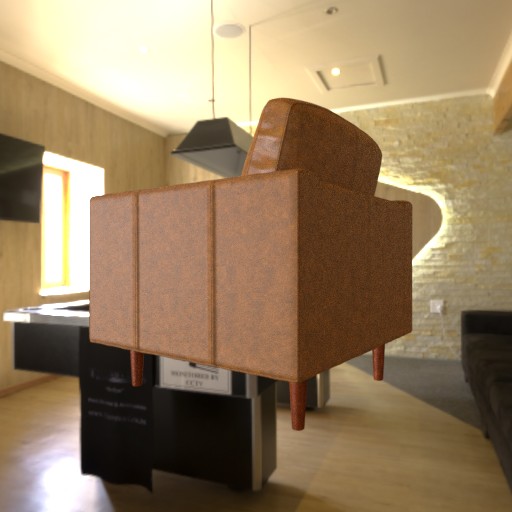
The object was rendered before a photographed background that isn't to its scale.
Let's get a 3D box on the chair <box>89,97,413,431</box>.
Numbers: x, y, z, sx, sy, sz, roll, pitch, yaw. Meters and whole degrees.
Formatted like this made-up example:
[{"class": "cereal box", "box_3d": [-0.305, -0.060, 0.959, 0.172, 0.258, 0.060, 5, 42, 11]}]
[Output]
[{"class": "chair", "box_3d": [0.000, 0.000, 1.687, 0.909, 0.956, 0.890, 0, 0, 36]}]
